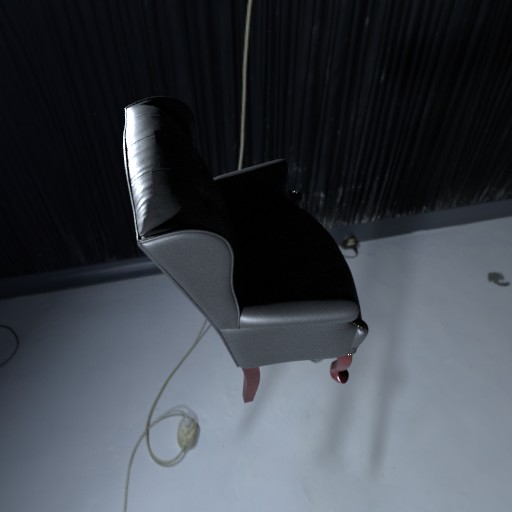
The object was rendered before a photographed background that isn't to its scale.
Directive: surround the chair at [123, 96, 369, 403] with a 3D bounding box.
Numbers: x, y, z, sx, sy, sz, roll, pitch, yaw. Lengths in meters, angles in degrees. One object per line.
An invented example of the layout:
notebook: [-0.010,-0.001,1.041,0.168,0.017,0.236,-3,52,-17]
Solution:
chair: [0.000,0.000,1.681,0.762,1.111,0.838,-10,48,-9]
